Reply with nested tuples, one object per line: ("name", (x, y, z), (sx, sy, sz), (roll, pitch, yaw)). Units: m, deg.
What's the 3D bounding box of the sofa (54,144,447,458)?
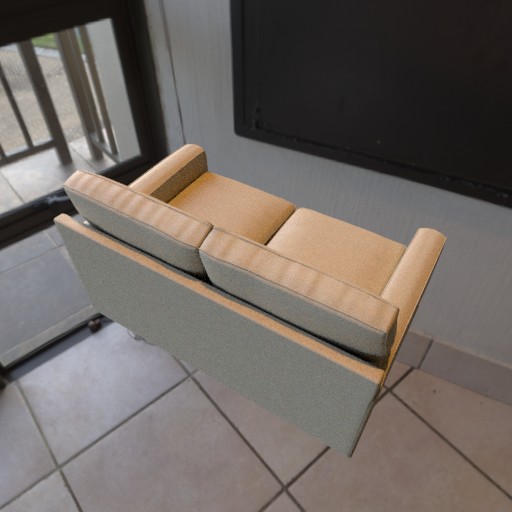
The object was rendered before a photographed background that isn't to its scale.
("sofa", (0.000, 0.000, 2.085), (1.484, 0.853, 0.942), (24, 51, 21))
